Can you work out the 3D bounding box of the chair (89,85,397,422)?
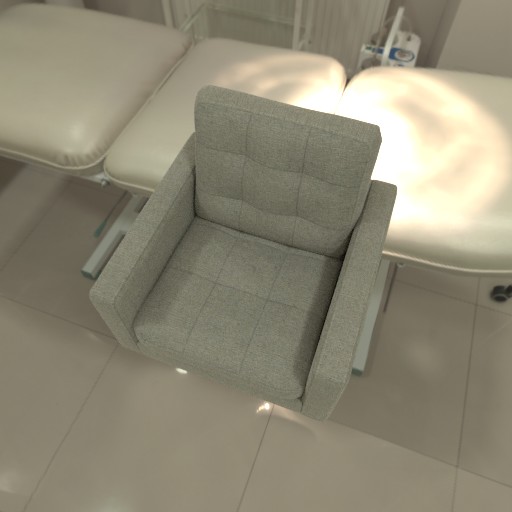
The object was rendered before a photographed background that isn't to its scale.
[{"bbox_3d":[0.000,0.000,1.583,0.821,0.880,0.843,17,59,11],"label":"chair"}]
